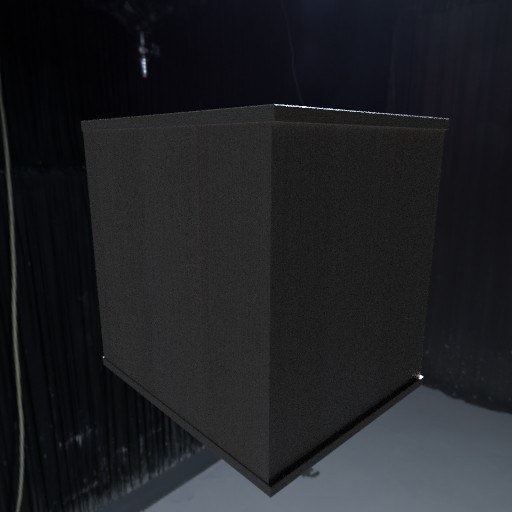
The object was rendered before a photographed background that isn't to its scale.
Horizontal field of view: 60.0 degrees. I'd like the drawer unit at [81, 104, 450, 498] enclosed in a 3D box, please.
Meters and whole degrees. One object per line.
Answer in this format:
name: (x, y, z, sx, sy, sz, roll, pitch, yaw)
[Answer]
drawer unit: (0.000, 0.000, 0.585, 0.290, 0.344, 0.349, -13, 19, -41)
